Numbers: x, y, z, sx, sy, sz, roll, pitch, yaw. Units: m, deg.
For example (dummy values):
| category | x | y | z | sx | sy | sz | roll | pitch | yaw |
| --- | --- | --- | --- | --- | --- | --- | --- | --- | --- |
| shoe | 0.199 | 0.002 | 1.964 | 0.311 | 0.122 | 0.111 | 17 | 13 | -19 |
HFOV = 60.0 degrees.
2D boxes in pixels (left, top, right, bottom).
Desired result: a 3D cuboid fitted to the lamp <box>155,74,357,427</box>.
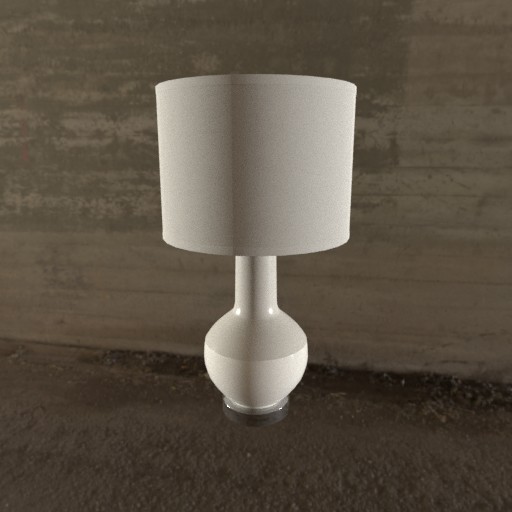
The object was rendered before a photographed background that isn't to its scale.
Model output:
| category | x | y | z | sx | sy | sz | roll | pitch | yaw |
| --- | --- | --- | --- | --- | --- | --- | --- | --- | --- |
| lamp | 0.000 | 0.000 | 0.877 | 0.357 | 0.673 | 0.357 | -7 | 16 | -26 |
